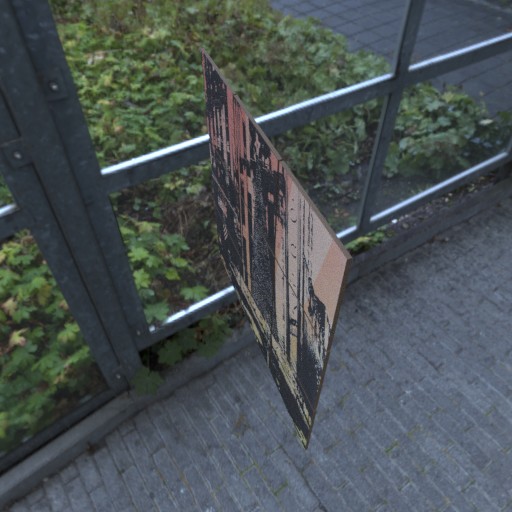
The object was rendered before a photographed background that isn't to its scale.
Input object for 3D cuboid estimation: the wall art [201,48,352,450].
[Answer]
[{"bbox_3d":[0.000,0.000,1.835,0.013,1.216,1.216,-16,49,-14],"label":"wall art"}]
